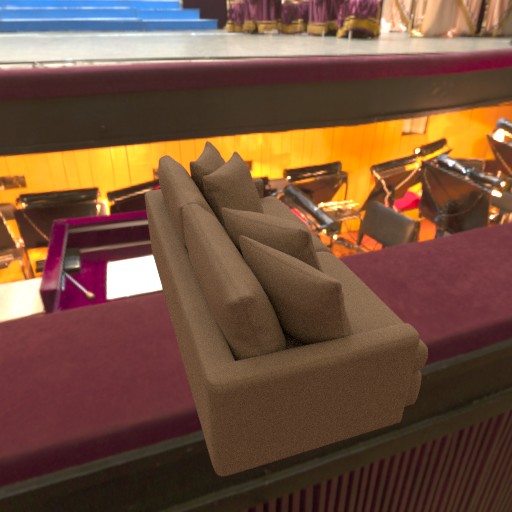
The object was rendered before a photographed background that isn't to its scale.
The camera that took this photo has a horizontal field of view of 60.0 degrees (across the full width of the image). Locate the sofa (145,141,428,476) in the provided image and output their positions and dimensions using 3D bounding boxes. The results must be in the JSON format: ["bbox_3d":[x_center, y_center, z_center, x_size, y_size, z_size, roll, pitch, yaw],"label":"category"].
[{"bbox_3d":[0.000,0.000,3.045,1.228,1.084,2.380,-10,31,-16],"label":"sofa"}]
